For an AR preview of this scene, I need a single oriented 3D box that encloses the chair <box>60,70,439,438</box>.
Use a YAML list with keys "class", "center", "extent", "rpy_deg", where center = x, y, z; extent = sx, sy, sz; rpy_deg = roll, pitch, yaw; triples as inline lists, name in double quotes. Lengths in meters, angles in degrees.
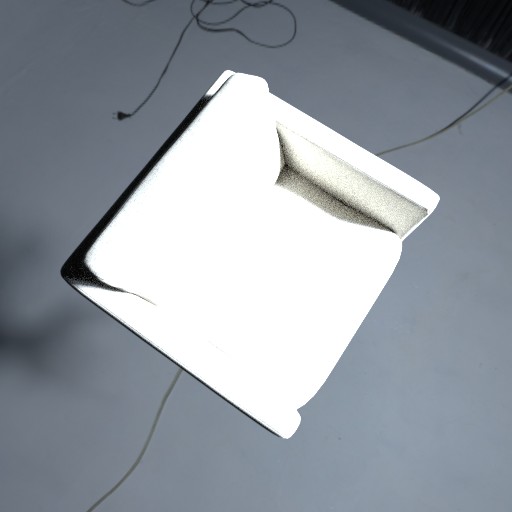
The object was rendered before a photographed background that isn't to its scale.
- class: "chair"
  center: [0.000, 0.000, 1.743]
  extent: [0.959, 0.919, 0.996]
  rpy_deg: [34, 77, 9]
